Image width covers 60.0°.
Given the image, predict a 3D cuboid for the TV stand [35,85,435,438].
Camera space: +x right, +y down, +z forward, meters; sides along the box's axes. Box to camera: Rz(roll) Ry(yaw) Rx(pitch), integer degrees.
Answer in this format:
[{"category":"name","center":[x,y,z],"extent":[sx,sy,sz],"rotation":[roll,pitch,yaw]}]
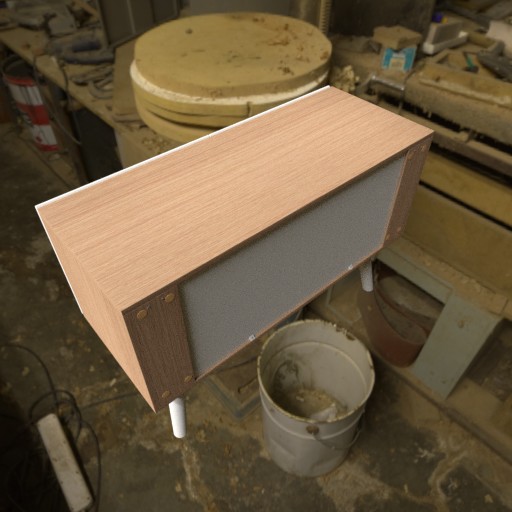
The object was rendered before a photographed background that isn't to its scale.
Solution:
[{"category":"TV stand","center":[0.000,0.000,1.368],"extent":[0.991,0.660,0.407],"rotation":[-31,52,-28]}]
